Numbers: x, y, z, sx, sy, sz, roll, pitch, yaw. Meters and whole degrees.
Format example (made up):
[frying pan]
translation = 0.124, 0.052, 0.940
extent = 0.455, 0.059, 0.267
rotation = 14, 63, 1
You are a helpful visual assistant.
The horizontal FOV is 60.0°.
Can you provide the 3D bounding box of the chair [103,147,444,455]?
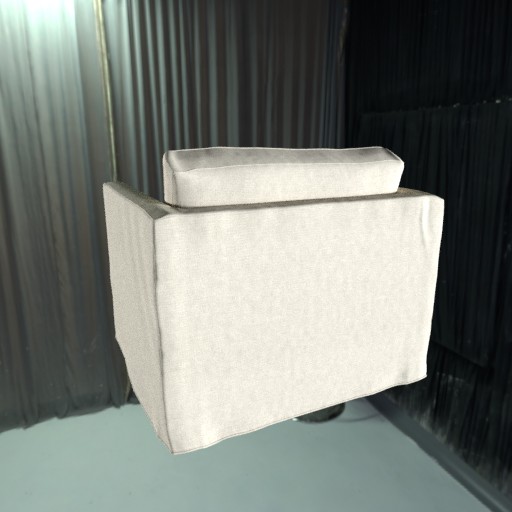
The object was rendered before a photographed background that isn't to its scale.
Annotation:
[chair]
translation = 0.000, 0.000, 1.783
extent = 1.057, 0.867, 0.949
rotation = -7, 17, -25
